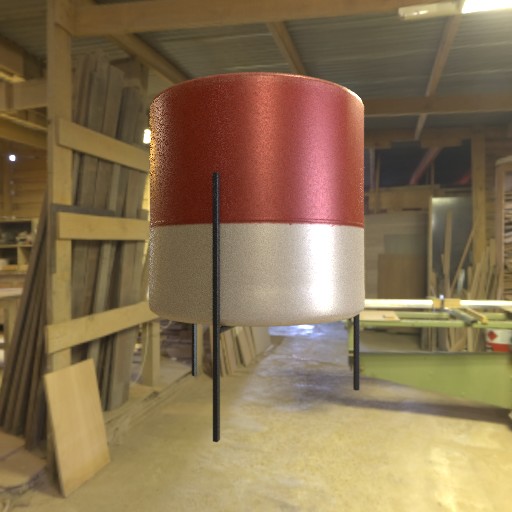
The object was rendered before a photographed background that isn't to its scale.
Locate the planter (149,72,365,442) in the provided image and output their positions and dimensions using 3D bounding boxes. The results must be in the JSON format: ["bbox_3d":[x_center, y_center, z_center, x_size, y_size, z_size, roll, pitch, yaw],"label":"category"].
[{"bbox_3d":[0.000,0.000,0.723,0.345,0.465,0.354,0,0,17],"label":"planter"}]
